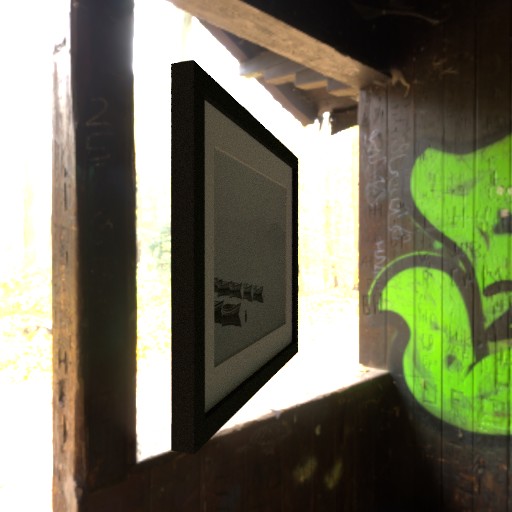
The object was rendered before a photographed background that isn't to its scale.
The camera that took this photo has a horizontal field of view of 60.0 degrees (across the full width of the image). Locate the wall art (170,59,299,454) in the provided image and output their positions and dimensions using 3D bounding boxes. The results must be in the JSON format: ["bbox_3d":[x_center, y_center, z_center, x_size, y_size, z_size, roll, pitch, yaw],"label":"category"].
[{"bbox_3d":[0.000,0.000,0.778,0.030,0.454,0.554,0,0,18],"label":"wall art"}]
